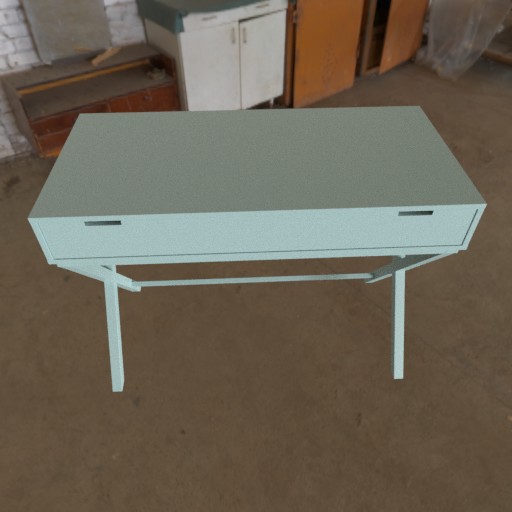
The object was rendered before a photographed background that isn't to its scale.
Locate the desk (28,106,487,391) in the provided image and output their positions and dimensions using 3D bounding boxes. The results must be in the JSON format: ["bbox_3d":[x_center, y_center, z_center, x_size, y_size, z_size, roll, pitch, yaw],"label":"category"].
[{"bbox_3d":[0.000,0.000,1.470,1.059,0.780,0.509,-2,44,-2],"label":"desk"}]
